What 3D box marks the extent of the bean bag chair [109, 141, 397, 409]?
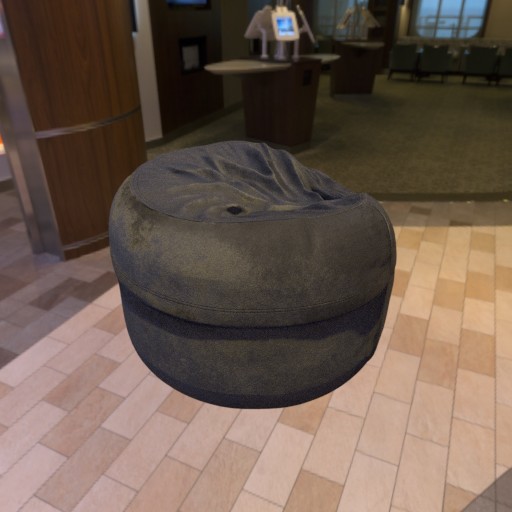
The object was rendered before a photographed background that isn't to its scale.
[{"bbox_3d":[0.000,0.000,1.489,0.918,0.605,0.918,0,29,0],"label":"bean bag chair"}]
